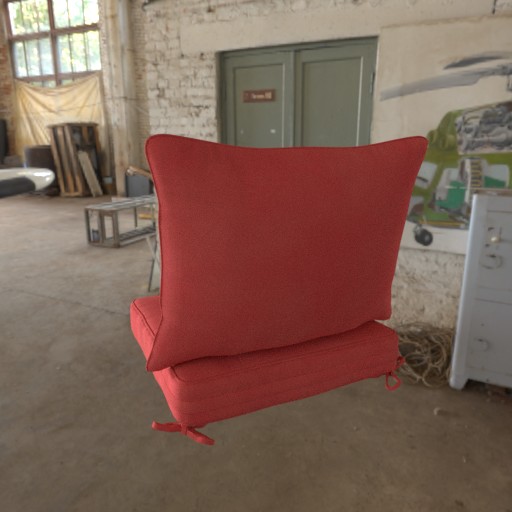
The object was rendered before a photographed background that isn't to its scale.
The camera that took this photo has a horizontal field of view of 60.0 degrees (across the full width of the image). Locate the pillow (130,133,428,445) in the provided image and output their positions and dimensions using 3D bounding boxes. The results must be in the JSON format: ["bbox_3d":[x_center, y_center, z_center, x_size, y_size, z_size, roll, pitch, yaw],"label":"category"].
[{"bbox_3d":[0.000,0.000,1.378,0.798,0.725,0.733,-7,16,-25],"label":"pillow"}]
